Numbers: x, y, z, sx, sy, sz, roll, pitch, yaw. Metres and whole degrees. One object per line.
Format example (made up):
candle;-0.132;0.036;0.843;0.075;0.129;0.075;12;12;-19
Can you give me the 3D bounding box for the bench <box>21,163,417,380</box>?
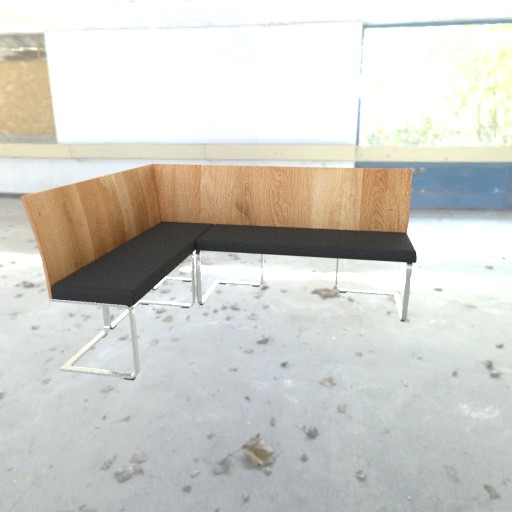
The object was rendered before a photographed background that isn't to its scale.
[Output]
bench;0.000;0.000;2.724;1.945;0.930;1.495;3;18;10
